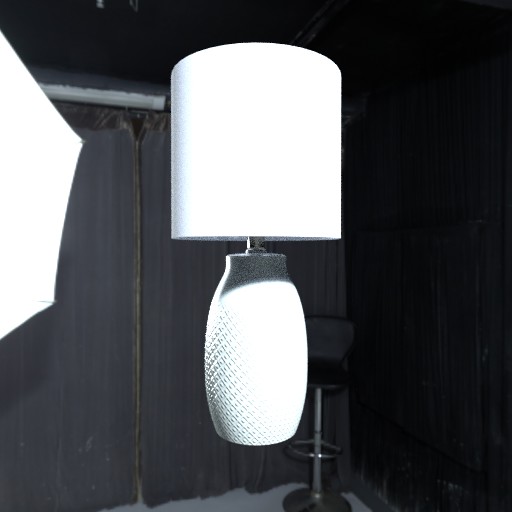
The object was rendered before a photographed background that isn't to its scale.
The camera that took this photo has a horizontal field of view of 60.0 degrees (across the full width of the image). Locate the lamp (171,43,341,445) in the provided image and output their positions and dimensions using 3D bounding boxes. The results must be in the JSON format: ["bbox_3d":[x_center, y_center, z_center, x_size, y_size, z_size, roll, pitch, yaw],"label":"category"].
[{"bbox_3d":[0.000,0.000,0.579,0.217,0.453,0.217,0,1,-18],"label":"lamp"}]
